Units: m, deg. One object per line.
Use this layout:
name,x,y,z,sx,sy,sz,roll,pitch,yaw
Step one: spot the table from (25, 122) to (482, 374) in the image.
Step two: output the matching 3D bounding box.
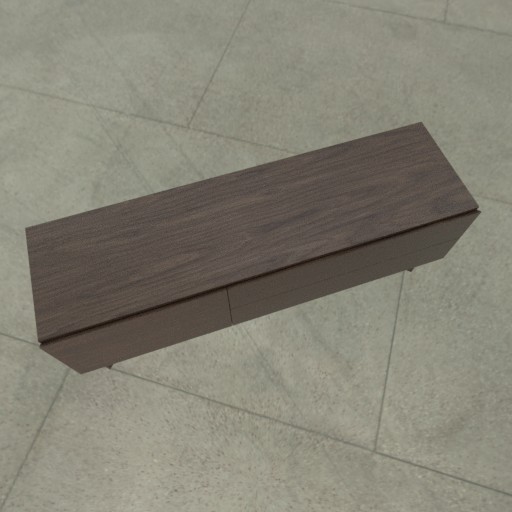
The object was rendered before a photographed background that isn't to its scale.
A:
table,0.000,0.000,1.633,1.397,0.508,0.405,-17,64,-8
